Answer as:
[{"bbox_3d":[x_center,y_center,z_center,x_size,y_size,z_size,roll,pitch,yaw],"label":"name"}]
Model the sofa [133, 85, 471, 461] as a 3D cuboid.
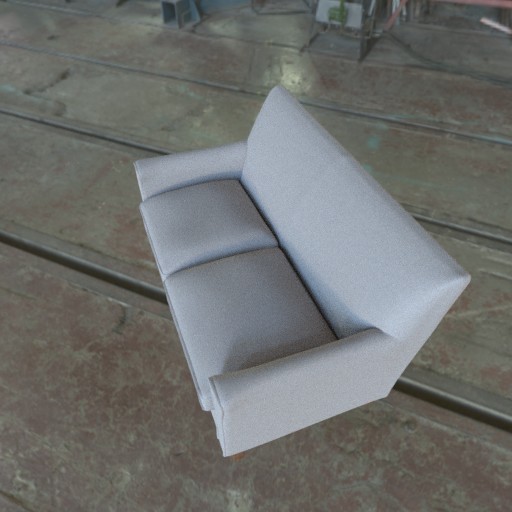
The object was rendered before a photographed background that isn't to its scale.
[{"bbox_3d":[0.000,0.000,2.066,0.888,0.890,1.482,-16,47,-15],"label":"sofa"}]
